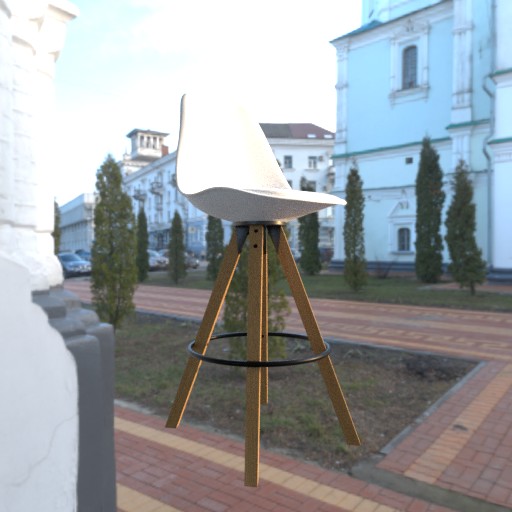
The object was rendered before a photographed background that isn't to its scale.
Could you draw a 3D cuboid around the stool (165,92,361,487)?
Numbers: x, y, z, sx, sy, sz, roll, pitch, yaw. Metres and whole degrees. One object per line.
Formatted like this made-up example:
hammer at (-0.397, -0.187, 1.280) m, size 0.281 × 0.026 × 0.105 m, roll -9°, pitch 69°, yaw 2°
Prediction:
stool at (0.000, 0.000, 1.388) m, size 0.482 × 1.115 × 0.549 m, roll 0°, pitch 1°, yaw -37°
